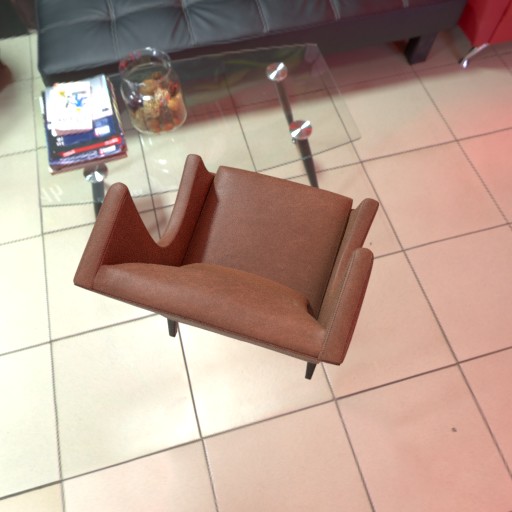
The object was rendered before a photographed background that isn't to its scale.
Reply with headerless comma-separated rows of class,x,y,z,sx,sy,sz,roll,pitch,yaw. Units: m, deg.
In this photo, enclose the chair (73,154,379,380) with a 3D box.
chair,0.000,0.000,1.722,0.815,1.088,0.913,16,64,8
